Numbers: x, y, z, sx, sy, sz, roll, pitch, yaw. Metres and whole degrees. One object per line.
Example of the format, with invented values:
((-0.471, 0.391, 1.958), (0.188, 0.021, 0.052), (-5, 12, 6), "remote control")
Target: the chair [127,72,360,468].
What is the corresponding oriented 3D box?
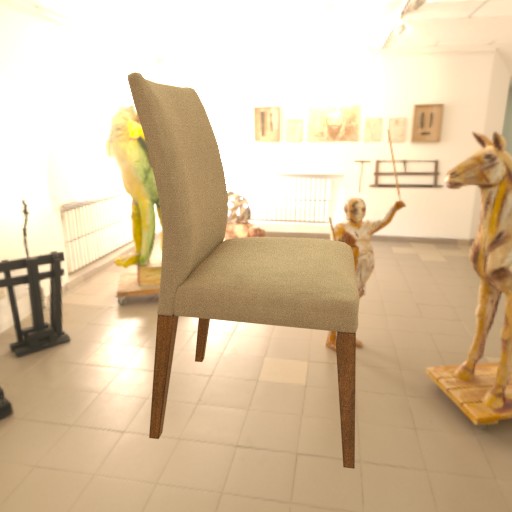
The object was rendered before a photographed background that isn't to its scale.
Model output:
((0.000, 0.000, 1.262), (0.585, 0.940, 0.496), (3, 16, 9), "chair")
